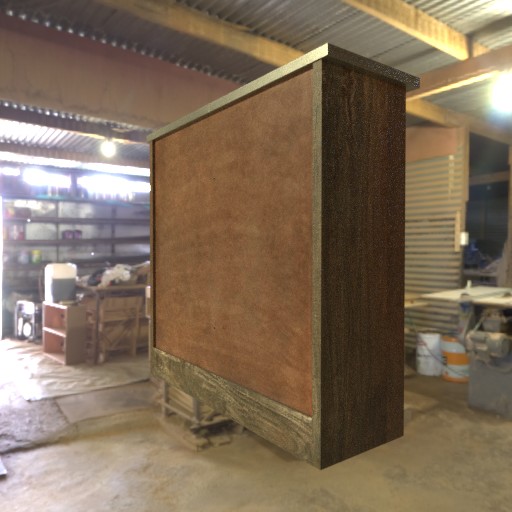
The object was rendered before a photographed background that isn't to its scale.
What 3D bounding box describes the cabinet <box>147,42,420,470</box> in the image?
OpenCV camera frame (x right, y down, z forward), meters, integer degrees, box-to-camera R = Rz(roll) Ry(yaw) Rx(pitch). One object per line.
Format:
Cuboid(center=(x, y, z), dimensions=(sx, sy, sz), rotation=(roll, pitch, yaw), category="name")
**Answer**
Cuboid(center=(0.000, 0.000, 1.431), dimensions=(0.338, 0.919, 0.968), rotation=(-1, 1, -36), category="cabinet")
